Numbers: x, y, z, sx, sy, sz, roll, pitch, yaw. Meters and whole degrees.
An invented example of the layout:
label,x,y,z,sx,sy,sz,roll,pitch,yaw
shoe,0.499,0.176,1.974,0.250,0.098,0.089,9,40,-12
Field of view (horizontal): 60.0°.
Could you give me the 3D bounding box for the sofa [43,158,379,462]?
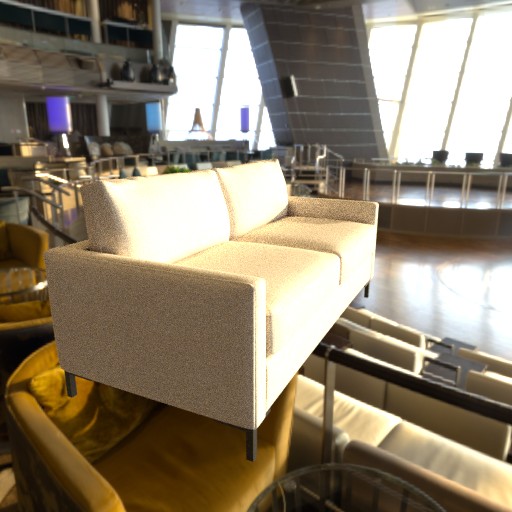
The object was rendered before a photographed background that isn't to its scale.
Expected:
label,x,y,z,sx,sy,sz,roll,pitch,yaw
sofa,0.000,0.000,2.074,0.839,0.812,1.651,8,17,25
